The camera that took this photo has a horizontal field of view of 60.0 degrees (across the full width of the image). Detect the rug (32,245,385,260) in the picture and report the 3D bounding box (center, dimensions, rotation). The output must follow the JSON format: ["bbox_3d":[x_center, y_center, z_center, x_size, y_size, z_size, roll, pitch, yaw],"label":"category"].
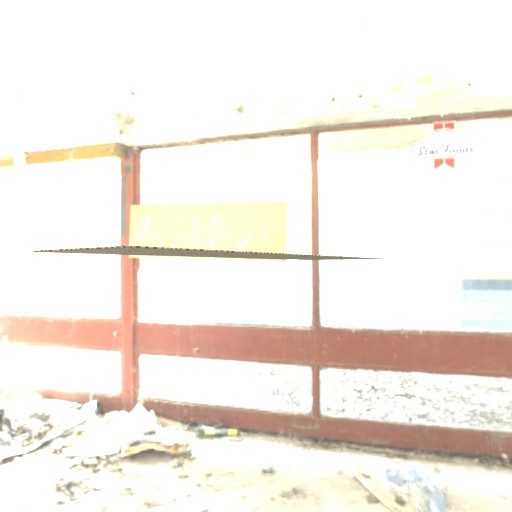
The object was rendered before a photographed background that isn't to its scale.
[{"bbox_3d":[0.000,0.000,2.586,0.676,0.008,2.277,-1,-2,37],"label":"rug"}]
